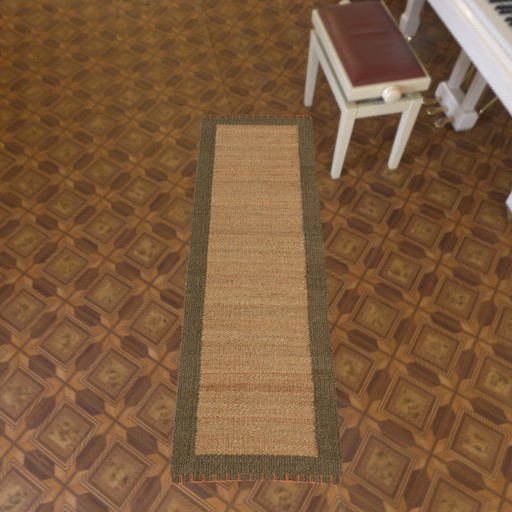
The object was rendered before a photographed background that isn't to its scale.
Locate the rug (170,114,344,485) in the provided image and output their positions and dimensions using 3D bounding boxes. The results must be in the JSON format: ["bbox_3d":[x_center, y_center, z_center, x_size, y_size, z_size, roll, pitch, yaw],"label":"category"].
[{"bbox_3d":[0.000,0.000,2.630,0.810,0.016,2.413,0,59,0],"label":"rug"}]
